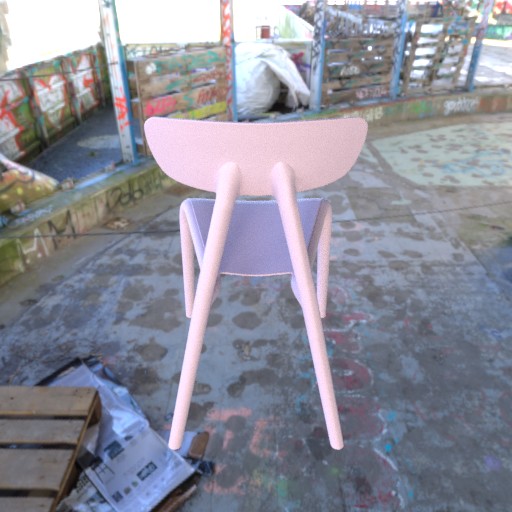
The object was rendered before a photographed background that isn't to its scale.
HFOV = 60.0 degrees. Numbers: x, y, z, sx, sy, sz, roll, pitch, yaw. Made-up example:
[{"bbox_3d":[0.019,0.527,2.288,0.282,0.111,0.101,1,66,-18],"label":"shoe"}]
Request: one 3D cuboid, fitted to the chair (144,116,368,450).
[{"bbox_3d":[0.000,0.000,0.825,0.356,0.580,0.401,0,31,0],"label":"chair"}]
